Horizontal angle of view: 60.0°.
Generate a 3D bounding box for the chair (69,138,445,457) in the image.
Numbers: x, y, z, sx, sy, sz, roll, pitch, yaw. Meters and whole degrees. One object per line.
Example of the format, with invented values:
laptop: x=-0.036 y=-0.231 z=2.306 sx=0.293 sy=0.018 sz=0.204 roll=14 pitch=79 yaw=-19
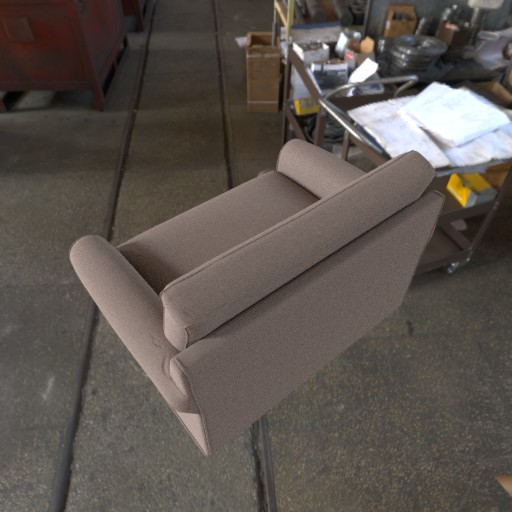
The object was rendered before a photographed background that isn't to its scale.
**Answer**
chair: x=0.000 y=0.000 z=2.012 sx=1.390 sy=0.930 sz=0.930 roll=-30 pitch=53 yaw=-26
